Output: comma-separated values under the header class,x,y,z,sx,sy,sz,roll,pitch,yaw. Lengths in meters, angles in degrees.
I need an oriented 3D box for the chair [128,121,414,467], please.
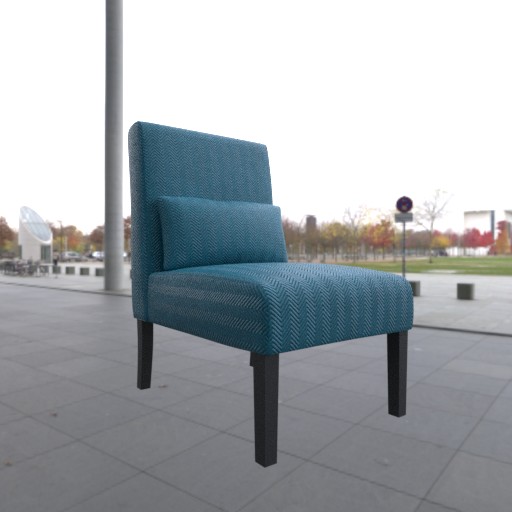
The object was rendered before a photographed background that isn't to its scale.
class,x,y,z,sx,sy,sz,roll,pitch,yaw
chair,0.000,0.000,1.435,0.579,0.927,0.808,0,1,-37
